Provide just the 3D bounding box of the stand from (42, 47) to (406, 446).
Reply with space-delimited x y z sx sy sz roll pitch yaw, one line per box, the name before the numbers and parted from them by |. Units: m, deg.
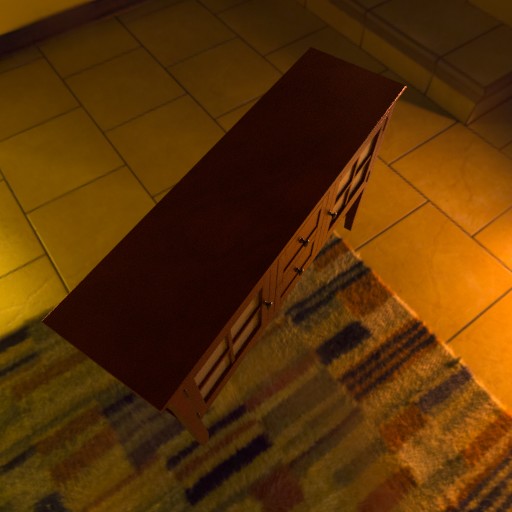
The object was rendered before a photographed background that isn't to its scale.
stand | 0.000 0.000 1.739 0.410 0.872 1.362 30 64 16
